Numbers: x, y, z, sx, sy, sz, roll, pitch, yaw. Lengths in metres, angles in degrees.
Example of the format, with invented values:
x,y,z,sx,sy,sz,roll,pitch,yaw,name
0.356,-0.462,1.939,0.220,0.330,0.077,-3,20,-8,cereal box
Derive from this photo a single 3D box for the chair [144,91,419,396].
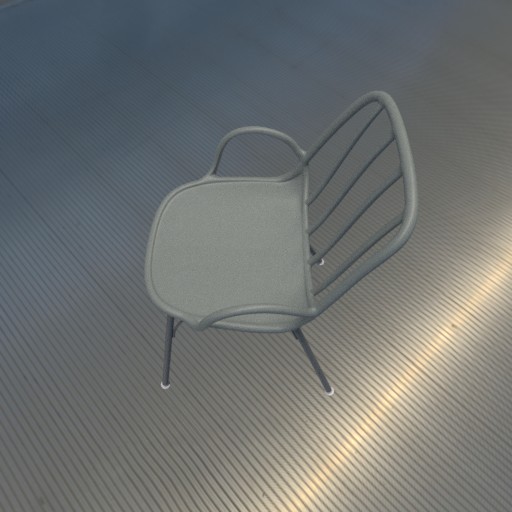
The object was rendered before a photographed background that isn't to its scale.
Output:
x,y,z,sx,sy,sz,roll,pitch,yaw,name
0.000,0.000,1.196,0.597,0.816,0.549,1,57,1,chair
